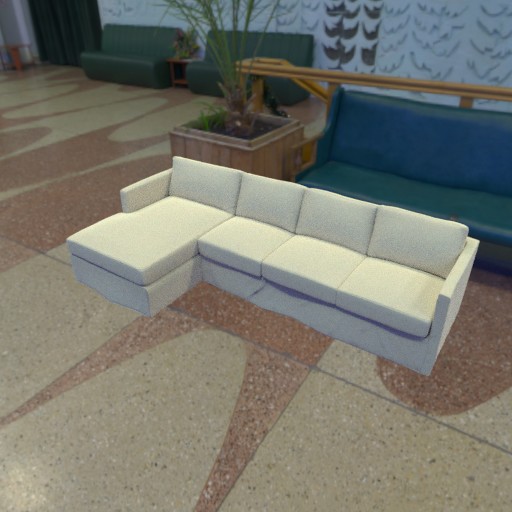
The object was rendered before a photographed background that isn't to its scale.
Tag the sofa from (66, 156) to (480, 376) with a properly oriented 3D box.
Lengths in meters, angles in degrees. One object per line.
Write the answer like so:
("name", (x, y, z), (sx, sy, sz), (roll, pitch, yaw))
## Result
("sofa", (0.000, 0.000, 3.839), (3.205, 0.922, 1.650), (19, 36, 29))
